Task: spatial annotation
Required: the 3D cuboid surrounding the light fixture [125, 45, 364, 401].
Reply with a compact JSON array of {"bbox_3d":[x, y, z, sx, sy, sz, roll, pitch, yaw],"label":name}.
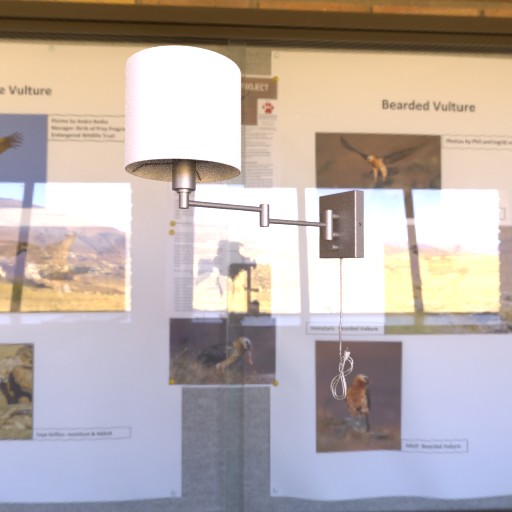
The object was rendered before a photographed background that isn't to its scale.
[{"bbox_3d":[0.000,0.000,0.878,0.516,0.651,0.203,1,-1,-35],"label":"light fixture"}]
